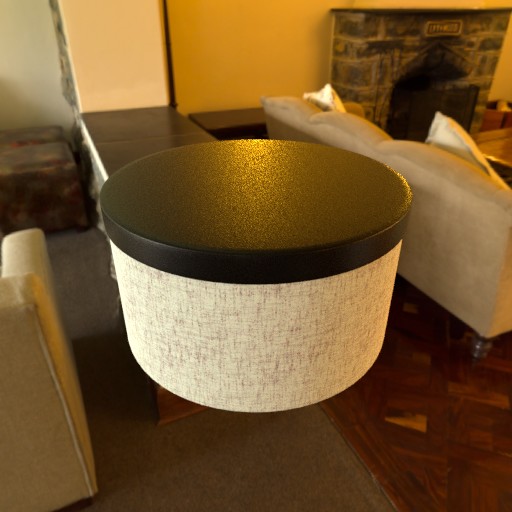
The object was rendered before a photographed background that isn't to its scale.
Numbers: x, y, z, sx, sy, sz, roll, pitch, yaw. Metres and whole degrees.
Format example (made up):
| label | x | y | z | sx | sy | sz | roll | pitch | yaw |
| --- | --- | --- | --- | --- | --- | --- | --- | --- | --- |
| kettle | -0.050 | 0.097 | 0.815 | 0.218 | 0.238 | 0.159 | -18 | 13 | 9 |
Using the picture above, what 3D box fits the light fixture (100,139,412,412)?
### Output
| label | x | y | z | sx | sy | sz | roll | pitch | yaw |
| --- | --- | --- | --- | --- | --- | --- | --- | --- | --- |
| light fixture | 0.000 | 0.000 | 0.632 | 0.389 | 0.229 | 0.389 | 0 | 30 | 0 |
